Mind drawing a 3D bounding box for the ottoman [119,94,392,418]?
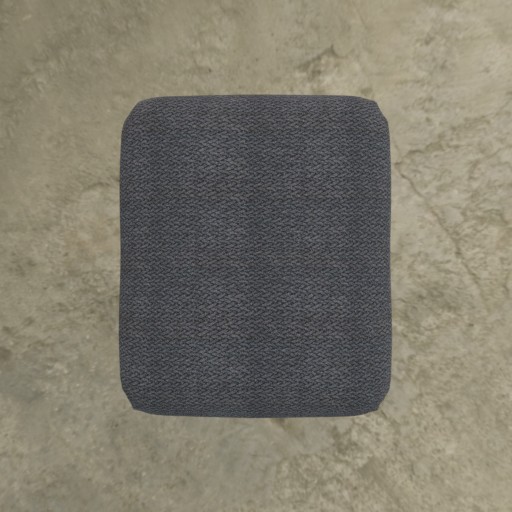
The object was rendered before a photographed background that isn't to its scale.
[{"bbox_3d":[0.000,0.000,1.151,0.622,0.450,0.747,0,89,1],"label":"ottoman"}]
